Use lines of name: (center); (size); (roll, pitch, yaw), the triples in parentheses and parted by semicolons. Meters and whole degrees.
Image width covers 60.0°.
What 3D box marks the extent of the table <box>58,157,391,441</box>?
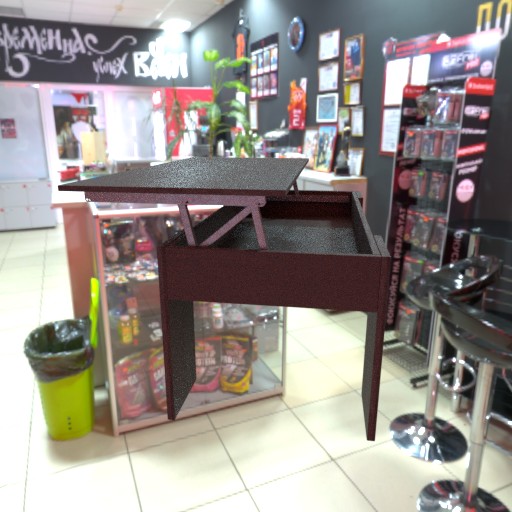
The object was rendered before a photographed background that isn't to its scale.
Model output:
table: (0.000, 0.000, 1.458); (0.711, 0.570, 1.000); (3, 16, 9)
